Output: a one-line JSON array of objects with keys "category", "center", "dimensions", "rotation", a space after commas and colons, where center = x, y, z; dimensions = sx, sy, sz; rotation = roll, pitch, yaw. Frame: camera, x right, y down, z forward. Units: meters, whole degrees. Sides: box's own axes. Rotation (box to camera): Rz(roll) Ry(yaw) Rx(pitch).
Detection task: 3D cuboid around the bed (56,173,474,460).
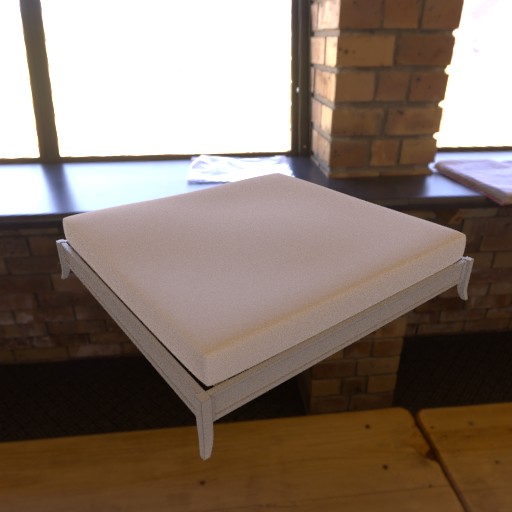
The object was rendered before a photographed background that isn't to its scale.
[{"category": "bed", "center": [0.000, 0.000, 3.049], "dimensions": [2.108, 0.510, 2.007], "rotation": [-19, 32, -33]}]
